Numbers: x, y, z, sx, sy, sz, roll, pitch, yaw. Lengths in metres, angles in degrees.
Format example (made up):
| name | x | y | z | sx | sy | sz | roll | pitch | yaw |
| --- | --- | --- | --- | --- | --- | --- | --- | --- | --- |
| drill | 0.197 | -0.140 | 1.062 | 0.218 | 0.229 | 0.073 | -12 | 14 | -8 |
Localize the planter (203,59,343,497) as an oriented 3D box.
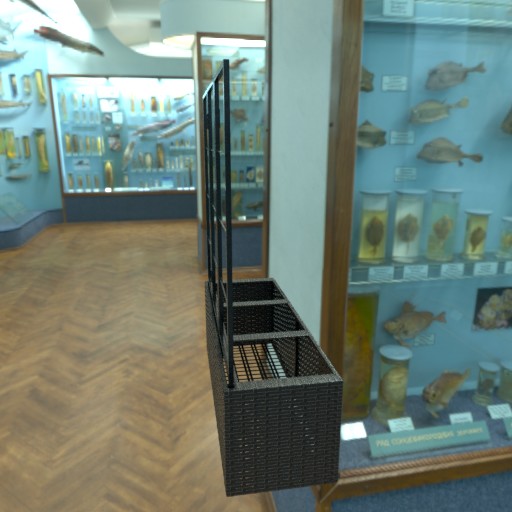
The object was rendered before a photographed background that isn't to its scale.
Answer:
| name | x | y | z | sx | sy | sz | roll | pitch | yaw |
| --- | --- | --- | --- | --- | --- | --- | --- | --- | --- |
| planter | 0.000 | 0.000 | 1.158 | 0.244 | 0.841 | 0.699 | -2 | 15 | -9 |
